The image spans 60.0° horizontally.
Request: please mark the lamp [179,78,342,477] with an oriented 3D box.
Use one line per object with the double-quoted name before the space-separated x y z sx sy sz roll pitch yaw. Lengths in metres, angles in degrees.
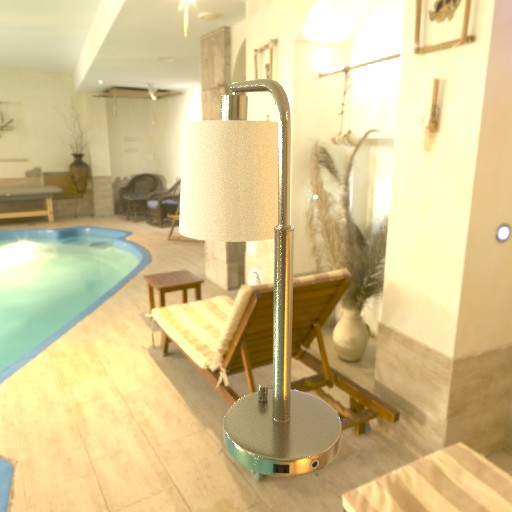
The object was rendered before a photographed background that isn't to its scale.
"lamp" 0.000 0.000 0.642 0.171 0.489 0.333 -7 15 -25
